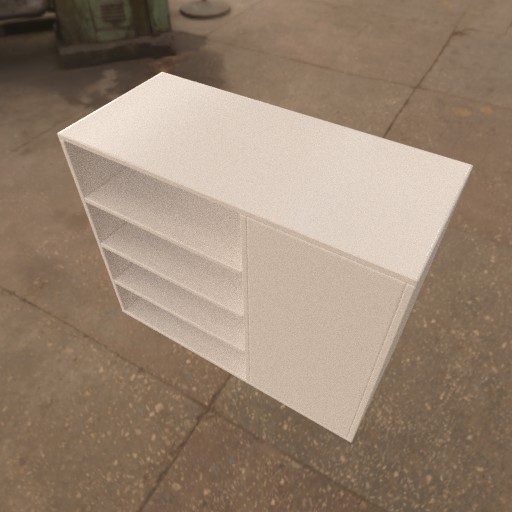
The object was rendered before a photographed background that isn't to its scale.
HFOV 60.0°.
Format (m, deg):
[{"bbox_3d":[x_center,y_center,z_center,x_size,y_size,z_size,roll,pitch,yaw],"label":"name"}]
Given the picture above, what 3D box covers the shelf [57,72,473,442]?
[{"bbox_3d":[0.000,0.000,1.299,0.895,0.732,0.396,24,51,21],"label":"shelf"}]
